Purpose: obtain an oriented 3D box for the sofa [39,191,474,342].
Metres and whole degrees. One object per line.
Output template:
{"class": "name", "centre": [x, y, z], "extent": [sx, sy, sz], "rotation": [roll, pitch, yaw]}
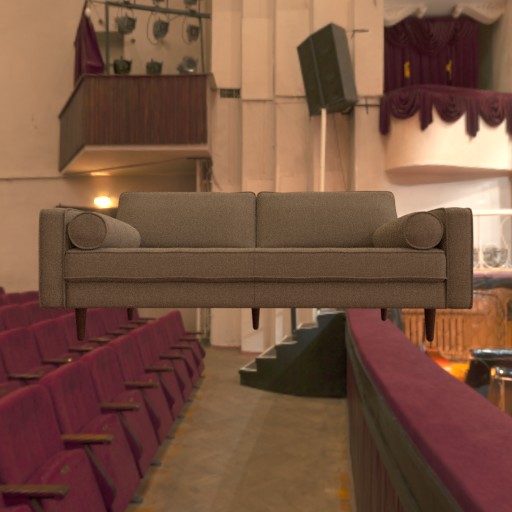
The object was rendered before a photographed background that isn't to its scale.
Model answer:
{"class": "sofa", "centre": [0.000, 0.000, 2.315], "extent": [1.879, 0.762, 0.914], "rotation": [0, -1, 1]}
